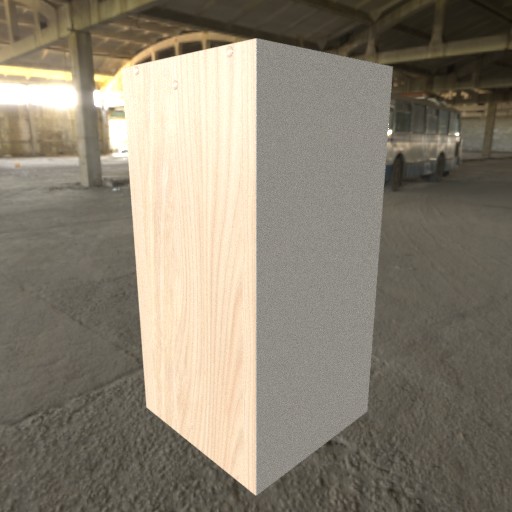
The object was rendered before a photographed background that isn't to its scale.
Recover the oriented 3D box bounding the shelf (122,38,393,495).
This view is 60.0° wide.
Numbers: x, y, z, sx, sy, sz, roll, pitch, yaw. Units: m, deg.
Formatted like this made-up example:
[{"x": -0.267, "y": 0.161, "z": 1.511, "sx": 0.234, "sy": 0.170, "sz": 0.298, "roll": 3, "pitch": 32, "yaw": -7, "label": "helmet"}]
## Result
[{"x": 0.000, "y": 0.000, "z": 0.751, "sx": 0.290, "sy": 0.594, "sz": 0.297, "roll": -14, "pitch": 21, "yaw": -42, "label": "shelf"}]
